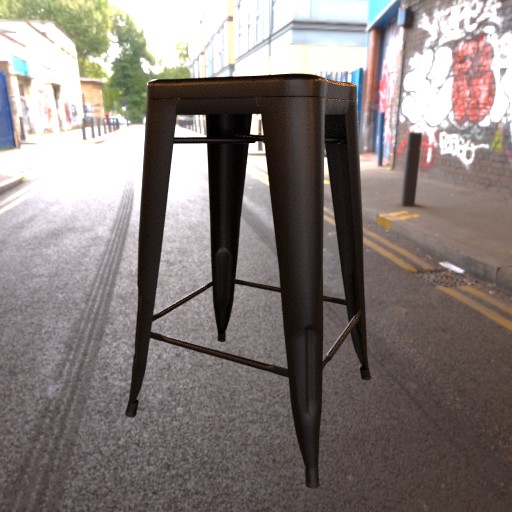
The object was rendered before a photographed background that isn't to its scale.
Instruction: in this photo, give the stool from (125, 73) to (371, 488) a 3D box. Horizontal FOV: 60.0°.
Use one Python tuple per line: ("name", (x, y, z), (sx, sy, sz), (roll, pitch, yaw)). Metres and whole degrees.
("stool", (0.000, 0.000, 0.831), (0.399, 0.609, 0.359), (9, 20, 26))
